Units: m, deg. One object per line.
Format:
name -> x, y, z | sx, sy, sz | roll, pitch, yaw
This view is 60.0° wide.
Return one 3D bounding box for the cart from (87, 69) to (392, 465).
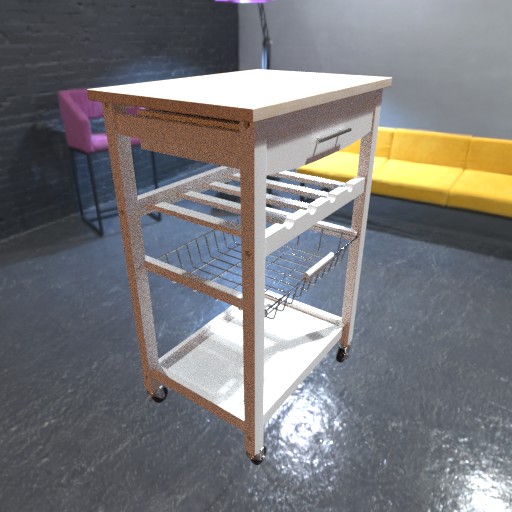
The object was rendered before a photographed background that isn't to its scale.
cart -> 0.000, 0.000, 1.171 | 0.406, 0.857, 0.578 | 18, 32, 31
